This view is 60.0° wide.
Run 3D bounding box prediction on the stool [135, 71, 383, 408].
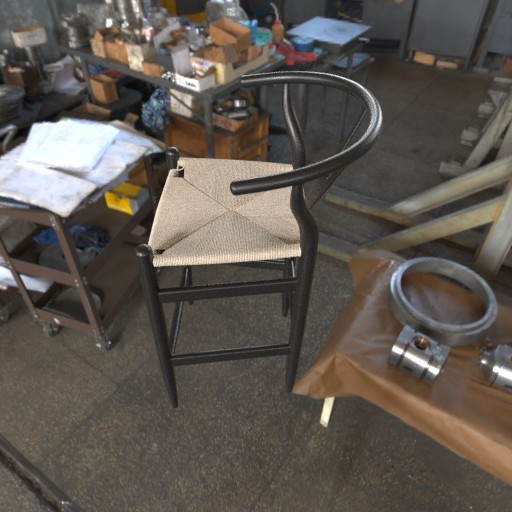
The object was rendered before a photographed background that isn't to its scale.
[{"bbox_3d":[0.000,0.000,1.354,0.579,0.970,0.569,0,43,0],"label":"stool"}]
